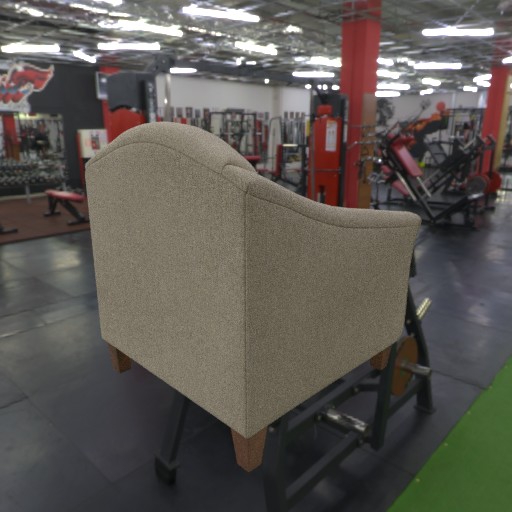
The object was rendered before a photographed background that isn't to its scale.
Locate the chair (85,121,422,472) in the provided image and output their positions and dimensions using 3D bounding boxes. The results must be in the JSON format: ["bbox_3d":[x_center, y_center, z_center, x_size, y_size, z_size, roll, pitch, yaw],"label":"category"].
[{"bbox_3d":[0.000,0.000,1.464,0.787,0.839,0.763,-15,21,-42],"label":"chair"}]
